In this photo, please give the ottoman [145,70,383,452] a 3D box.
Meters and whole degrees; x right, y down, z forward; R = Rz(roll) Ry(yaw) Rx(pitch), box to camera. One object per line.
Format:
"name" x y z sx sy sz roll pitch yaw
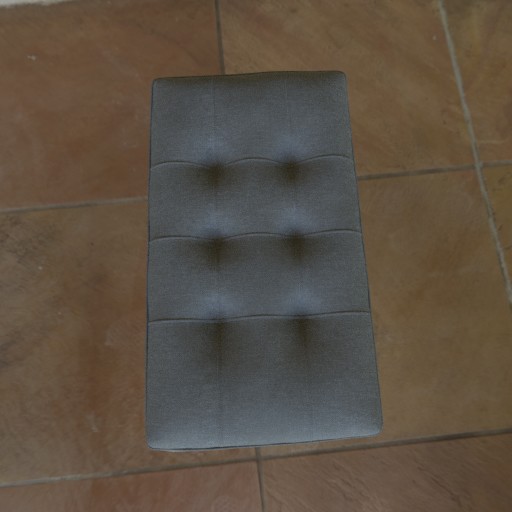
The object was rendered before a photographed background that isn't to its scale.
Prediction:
"ottoman" 0.000 0.000 1.482 0.648 0.514 1.143 -2 75 -1
